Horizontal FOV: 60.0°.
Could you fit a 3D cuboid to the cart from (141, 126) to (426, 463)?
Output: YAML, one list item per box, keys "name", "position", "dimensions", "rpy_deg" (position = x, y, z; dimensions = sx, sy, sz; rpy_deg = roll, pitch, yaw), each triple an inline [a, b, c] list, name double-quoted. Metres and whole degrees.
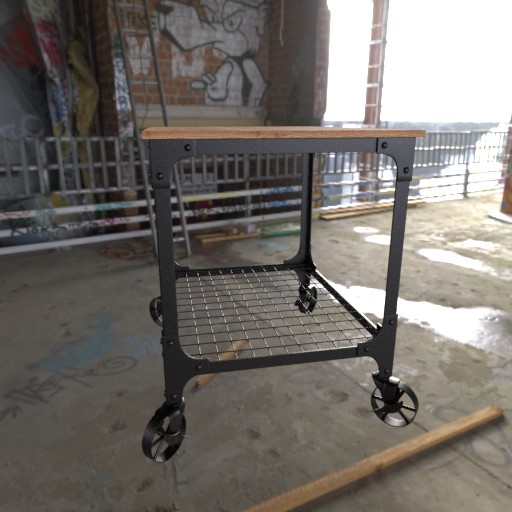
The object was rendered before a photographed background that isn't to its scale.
- name: "cart"
  position: [0.000, 0.000, 1.088]
  dimensions: [0.558, 0.603, 0.666]
  rpy_deg: [-3, 17, -11]
